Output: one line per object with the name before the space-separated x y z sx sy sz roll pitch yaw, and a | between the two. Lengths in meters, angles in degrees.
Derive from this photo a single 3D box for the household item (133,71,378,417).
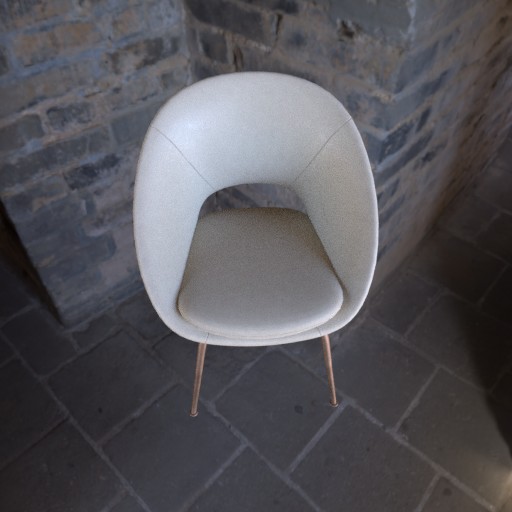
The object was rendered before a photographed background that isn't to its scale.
household item | 0.000 0.000 1.290 0.623 0.852 0.573 -3 46 -3
